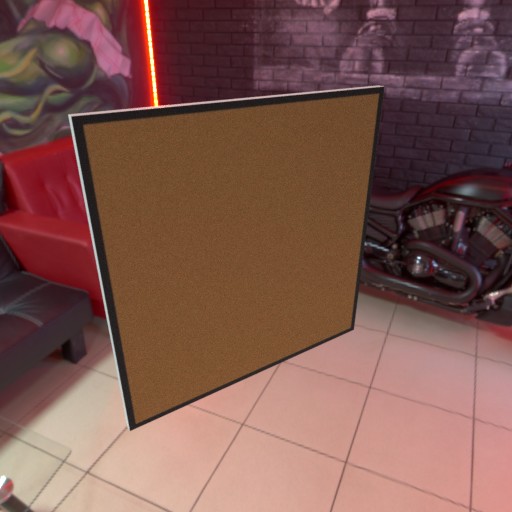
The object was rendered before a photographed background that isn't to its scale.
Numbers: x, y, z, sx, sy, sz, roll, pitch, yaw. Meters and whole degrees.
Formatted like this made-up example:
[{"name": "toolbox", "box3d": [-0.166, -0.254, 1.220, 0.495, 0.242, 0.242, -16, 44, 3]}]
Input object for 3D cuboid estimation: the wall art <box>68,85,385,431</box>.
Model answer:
[{"name": "wall art", "box3d": [0.000, 0.000, 1.183, 0.805, 0.803, 0.022, -17, 32, -29]}]
